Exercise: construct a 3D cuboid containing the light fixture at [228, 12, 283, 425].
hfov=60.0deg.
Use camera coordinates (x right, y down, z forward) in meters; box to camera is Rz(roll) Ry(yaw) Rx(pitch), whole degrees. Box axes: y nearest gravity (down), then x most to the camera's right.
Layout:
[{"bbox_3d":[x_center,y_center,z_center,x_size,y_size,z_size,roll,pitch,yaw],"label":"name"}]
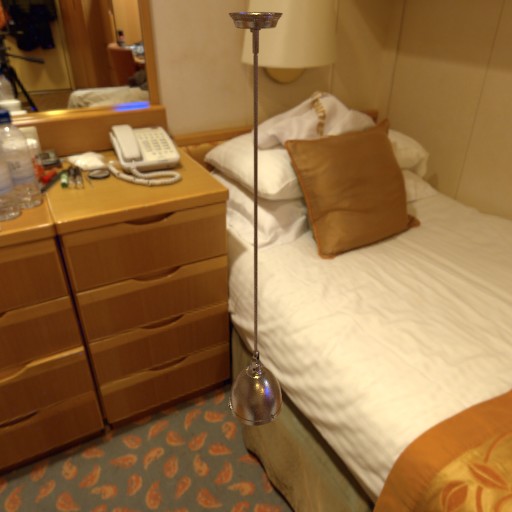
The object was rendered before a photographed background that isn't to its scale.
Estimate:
[{"bbox_3d":[0.000,0.000,1.422,0.211,1.367,0.217,8,32,13],"label":"light fixture"}]
